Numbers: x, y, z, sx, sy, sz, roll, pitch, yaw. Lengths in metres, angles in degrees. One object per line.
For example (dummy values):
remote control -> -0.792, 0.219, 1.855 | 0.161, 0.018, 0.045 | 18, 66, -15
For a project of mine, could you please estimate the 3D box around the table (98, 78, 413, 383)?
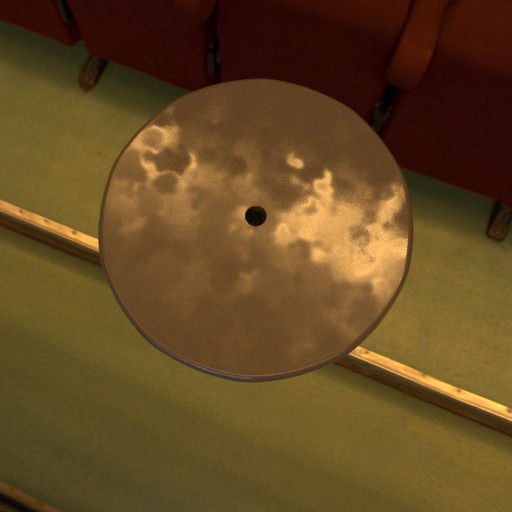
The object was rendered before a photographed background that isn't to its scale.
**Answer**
table -> 0.000, 0.000, 0.669 | 0.352, 0.387, 0.352 | 0, 77, 0
